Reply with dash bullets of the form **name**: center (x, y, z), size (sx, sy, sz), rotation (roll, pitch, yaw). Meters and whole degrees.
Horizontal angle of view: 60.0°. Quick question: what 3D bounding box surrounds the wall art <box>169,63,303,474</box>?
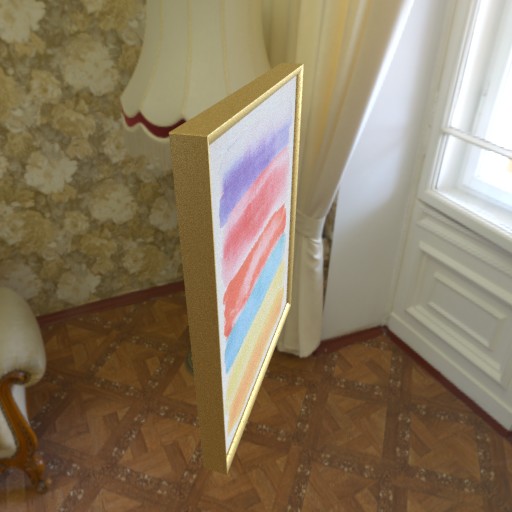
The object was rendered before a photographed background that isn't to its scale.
- **wall art**: center (0.000, 0.000, 0.889), size (0.048, 0.642, 0.537), rotation (9, 33, 14)
